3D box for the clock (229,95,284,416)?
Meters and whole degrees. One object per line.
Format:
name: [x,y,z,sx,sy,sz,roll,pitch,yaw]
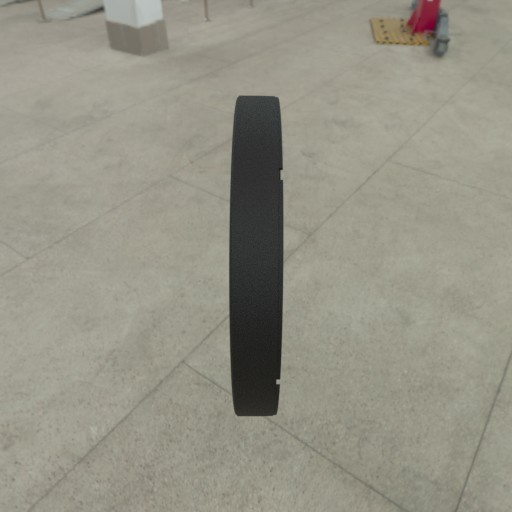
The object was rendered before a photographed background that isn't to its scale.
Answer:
clock: [0.000,0.000,0.431,0.040,0.293,0.293,0,41,0]
